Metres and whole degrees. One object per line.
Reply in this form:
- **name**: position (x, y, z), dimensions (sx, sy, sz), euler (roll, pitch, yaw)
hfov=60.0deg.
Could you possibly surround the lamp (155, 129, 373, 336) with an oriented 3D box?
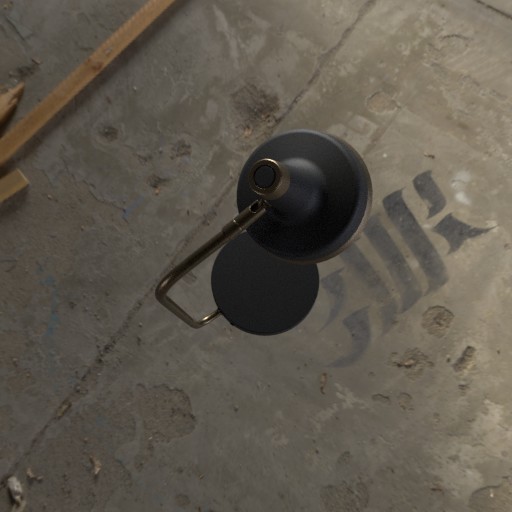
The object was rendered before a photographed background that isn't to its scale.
- **lamp**: position (0.000, 0.000, 0.483), dimensions (0.218, 0.385, 0.162), euler (-34, 78, -8)
